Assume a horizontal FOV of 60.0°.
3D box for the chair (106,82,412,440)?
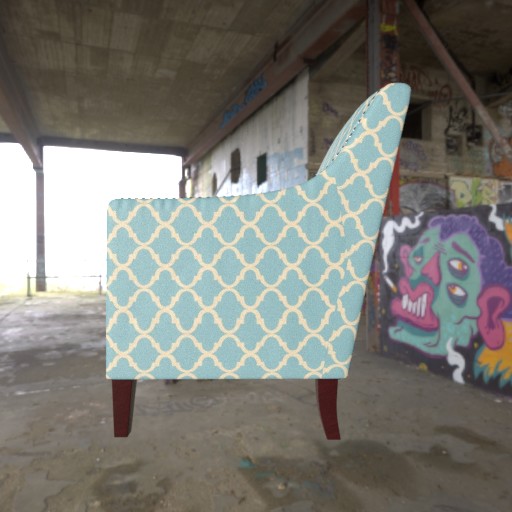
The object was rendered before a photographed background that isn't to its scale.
[{"bbox_3d":[0.000,0.000,1.285,0.686,0.817,0.617,0,0,-1],"label":"chair"}]
